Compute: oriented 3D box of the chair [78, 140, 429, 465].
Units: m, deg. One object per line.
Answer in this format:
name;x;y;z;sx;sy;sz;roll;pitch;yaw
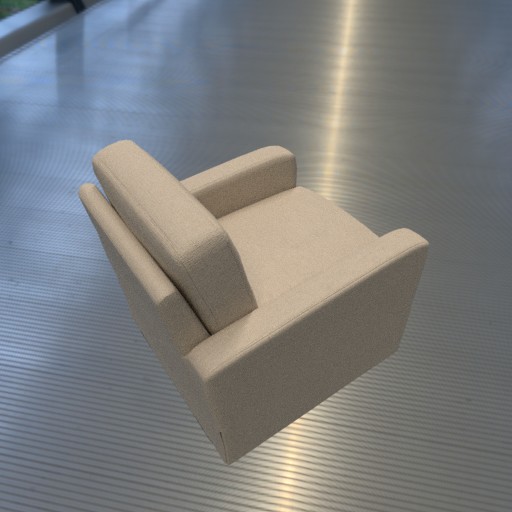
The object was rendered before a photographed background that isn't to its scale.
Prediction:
chair;0.000;0.000;1.487;0.888;0.827;0.755;-25;47;-25
